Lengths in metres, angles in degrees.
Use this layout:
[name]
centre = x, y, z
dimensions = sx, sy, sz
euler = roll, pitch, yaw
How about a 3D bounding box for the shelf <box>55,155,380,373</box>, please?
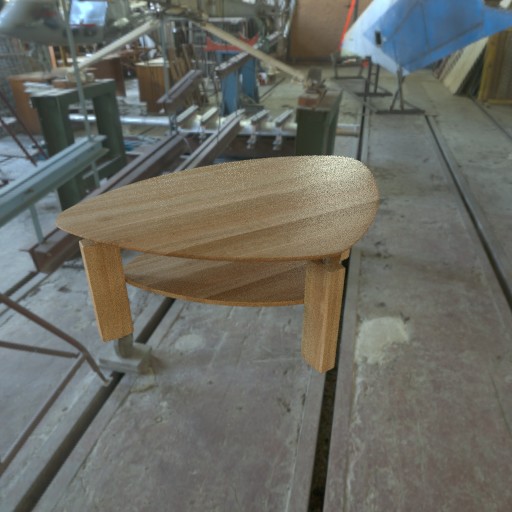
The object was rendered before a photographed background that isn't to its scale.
[shelf]
centre = 0.000, 0.000, 1.633
dimensions = 1.240, 0.439, 0.863
euler = -17, 34, -28
